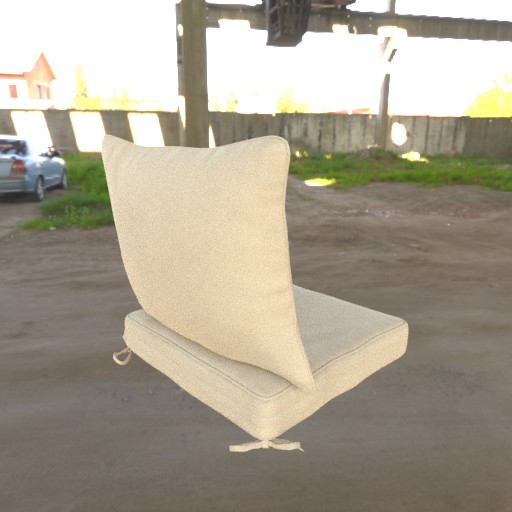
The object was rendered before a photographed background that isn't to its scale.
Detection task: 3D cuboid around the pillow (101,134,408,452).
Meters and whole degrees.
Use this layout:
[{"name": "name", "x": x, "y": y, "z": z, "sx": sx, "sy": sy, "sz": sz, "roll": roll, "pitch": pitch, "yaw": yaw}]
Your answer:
[{"name": "pillow", "x": 0.000, "y": 0.000, "z": 1.355, "sx": 0.733, "sy": 0.716, "sz": 0.798, "roll": -14, "pitch": 21, "yaw": -41}]
